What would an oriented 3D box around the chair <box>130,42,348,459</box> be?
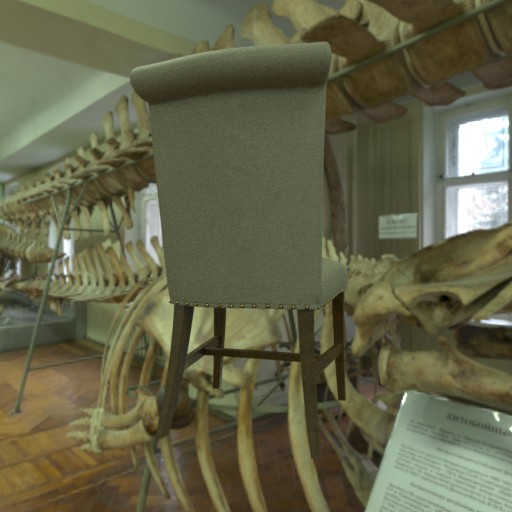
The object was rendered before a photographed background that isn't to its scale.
[{"bbox_3d":[0.000,0.000,1.325,0.513,0.988,0.608,0,1,17],"label":"chair"}]
